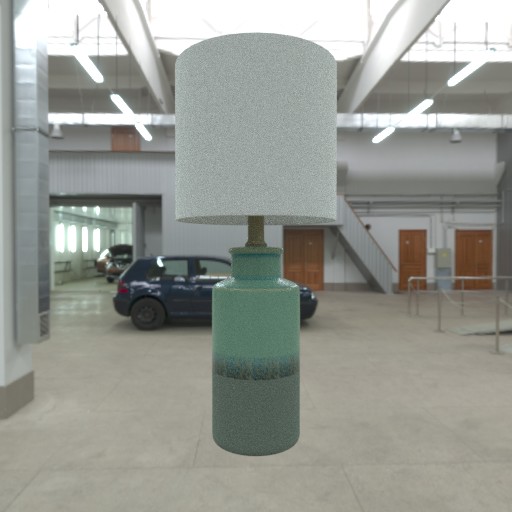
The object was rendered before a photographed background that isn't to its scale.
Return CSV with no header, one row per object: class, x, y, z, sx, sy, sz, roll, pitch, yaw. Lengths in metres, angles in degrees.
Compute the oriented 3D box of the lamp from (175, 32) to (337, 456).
lamp,0.000,0.000,0.594,0.212,0.493,0.212,-1,1,-37
